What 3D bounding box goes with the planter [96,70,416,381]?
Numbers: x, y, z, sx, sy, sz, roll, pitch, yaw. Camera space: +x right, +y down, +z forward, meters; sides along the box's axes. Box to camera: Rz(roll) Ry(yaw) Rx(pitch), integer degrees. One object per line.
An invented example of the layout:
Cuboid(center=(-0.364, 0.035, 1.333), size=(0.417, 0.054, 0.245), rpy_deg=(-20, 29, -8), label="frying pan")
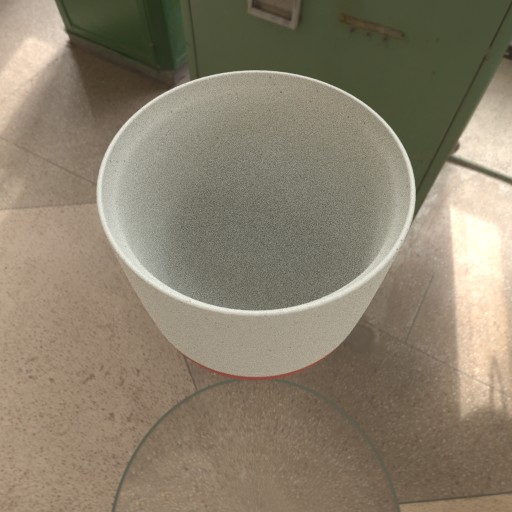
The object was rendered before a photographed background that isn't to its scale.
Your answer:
Cuboid(center=(0.000, 0.000, 0.378), size=(0.204, 0.214, 0.204), rpy_deg=(0, 59, 0), label="planter")
